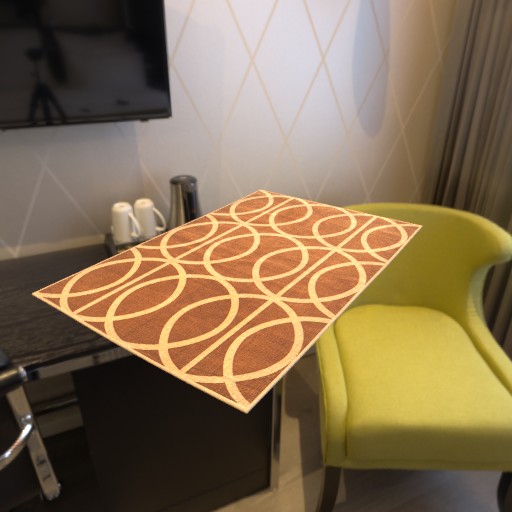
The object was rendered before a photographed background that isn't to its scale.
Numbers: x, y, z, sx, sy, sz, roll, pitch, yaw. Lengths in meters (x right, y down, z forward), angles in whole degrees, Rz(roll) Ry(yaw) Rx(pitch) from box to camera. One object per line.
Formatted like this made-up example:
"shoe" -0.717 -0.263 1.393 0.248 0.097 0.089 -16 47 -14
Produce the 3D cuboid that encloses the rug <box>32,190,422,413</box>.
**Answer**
"rug" 0.000 0.000 2.949 1.526 0.014 2.290 18 32 31
